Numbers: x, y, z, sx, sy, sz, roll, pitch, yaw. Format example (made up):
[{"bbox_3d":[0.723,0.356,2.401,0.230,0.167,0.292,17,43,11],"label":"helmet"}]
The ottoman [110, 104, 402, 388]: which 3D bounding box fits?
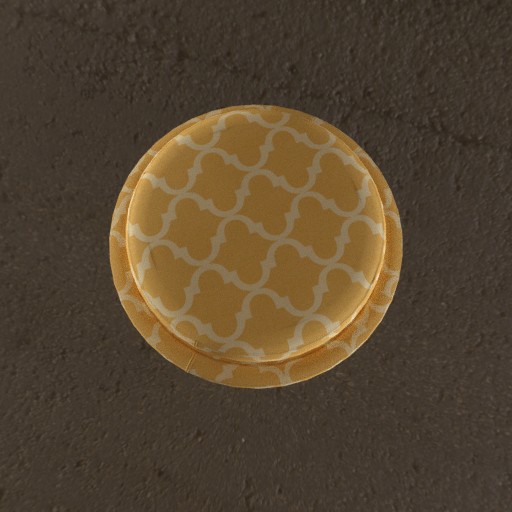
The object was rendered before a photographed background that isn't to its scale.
[{"bbox_3d":[0.000,0.000,0.851,0.480,0.429,0.480,0,76,0],"label":"ottoman"}]
